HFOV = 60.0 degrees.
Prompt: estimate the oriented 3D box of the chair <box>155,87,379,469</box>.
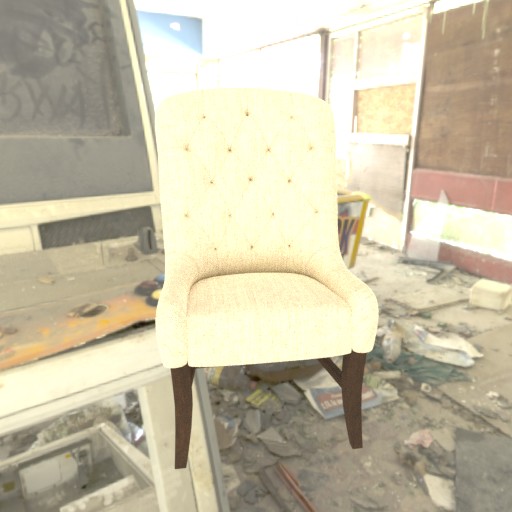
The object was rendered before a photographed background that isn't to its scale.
[{"bbox_3d":[0.000,0.000,1.474,0.634,1.091,0.629,-3,17,-8],"label":"chair"}]
